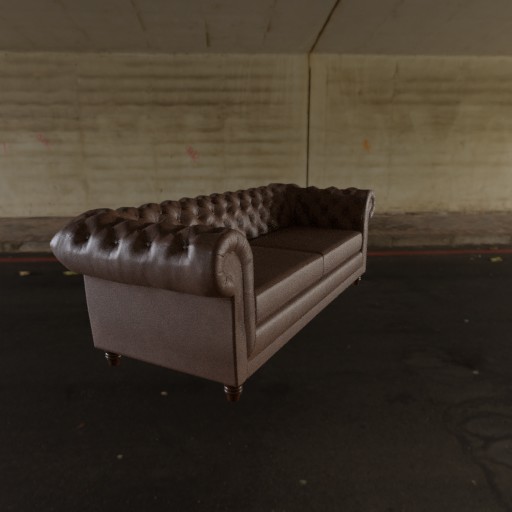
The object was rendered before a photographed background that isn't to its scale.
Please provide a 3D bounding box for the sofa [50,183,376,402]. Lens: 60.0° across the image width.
[{"bbox_3d":[0.000,0.000,2.823,0.944,0.783,2.385,7,15,27],"label":"sofa"}]
